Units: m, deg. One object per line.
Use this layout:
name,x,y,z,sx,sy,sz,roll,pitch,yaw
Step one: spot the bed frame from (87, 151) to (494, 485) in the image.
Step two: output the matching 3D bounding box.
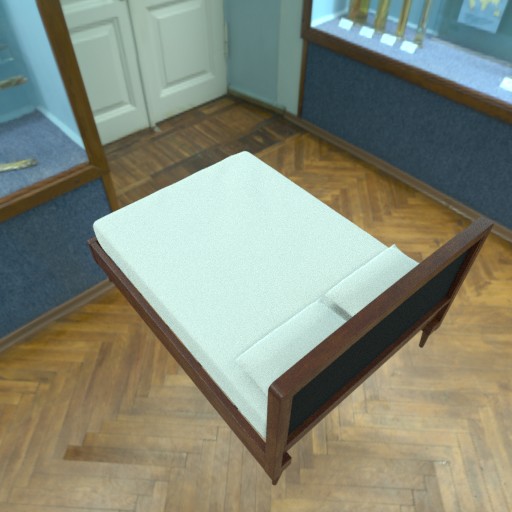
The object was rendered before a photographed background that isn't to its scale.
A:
bed frame,0.000,0.000,3.081,1.587,1.279,2.171,-32,54,-26
